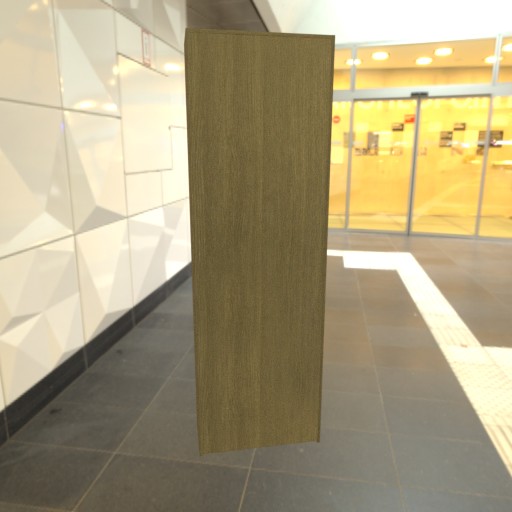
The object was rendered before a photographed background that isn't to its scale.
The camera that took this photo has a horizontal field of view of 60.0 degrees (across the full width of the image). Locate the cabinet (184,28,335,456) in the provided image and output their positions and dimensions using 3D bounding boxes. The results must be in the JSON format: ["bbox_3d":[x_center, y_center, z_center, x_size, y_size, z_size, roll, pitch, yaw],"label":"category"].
[{"bbox_3d":[0.000,0.000,1.819,0.520,1.630,0.255,-2,13,-10],"label":"cabinet"}]
